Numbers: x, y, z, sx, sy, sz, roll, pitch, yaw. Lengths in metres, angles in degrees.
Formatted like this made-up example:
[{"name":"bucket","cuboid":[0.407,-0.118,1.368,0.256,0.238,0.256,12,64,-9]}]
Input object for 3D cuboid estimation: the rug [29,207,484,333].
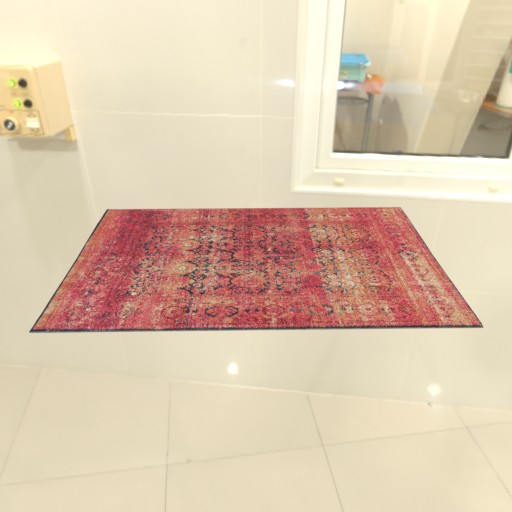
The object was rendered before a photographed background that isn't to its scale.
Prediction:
[{"name":"rug","cuboid":[0.000,0.000,3.026,2.449,0.018,1.539,-1,31,-1]}]
